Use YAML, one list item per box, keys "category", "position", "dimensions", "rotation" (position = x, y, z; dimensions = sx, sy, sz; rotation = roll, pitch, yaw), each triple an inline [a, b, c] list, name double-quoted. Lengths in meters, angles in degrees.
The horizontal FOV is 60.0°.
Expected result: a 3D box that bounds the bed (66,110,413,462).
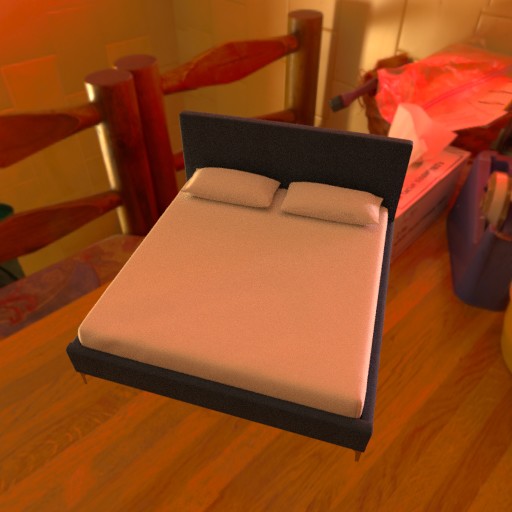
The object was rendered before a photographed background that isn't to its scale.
- category: "bed"
  position: [0.000, 0.000, 3.500]
  dimensions: [2.096, 1.231, 2.232]
  rotation: [11, 43, 12]
